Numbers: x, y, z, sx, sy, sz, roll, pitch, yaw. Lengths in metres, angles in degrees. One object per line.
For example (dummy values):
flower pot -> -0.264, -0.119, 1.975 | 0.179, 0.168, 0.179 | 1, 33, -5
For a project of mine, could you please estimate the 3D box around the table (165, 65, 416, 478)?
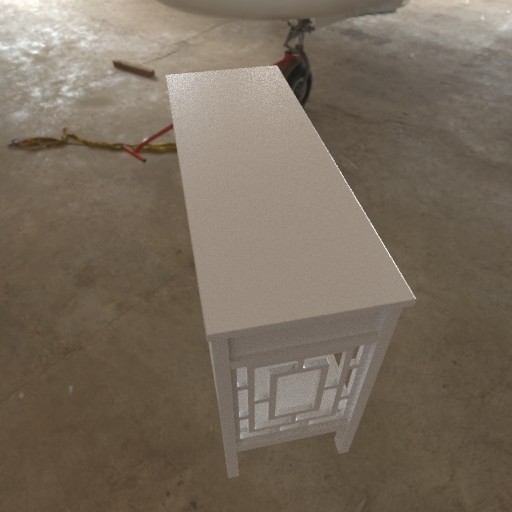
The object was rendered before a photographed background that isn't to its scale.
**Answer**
table -> 0.000, 0.000, 1.415 | 0.397, 0.753, 1.068 | -8, 46, -8
